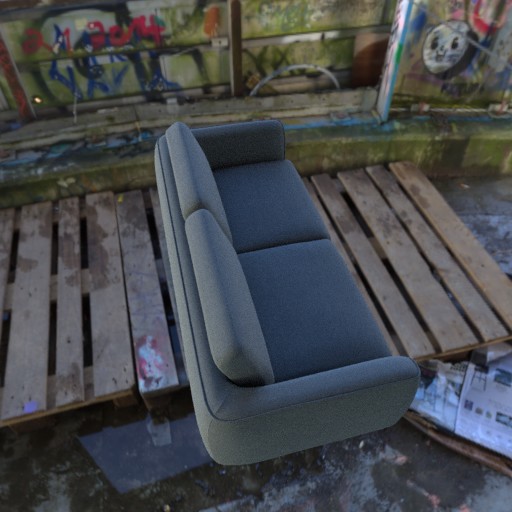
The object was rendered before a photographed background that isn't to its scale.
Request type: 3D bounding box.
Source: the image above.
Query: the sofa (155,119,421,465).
[{"bbox_3d":[0.000,0.000,2.416,0.920,0.850,2.000,-11,48,-10],"label":"sofa"}]
